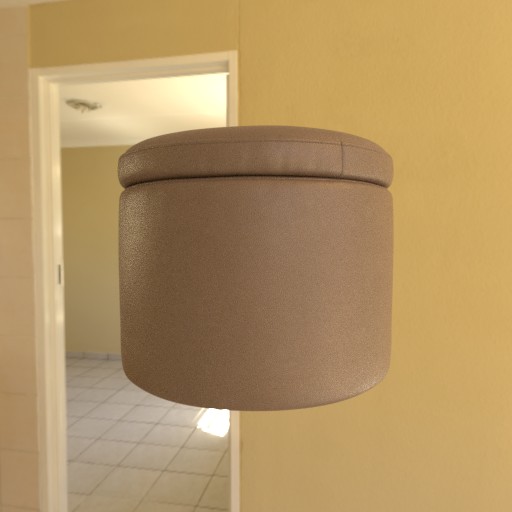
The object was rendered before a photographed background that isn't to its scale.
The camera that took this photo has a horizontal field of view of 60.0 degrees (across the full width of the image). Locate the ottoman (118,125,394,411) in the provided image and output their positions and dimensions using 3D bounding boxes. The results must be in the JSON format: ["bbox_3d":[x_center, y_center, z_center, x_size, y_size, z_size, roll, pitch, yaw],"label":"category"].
[{"bbox_3d":[0.000,0.000,0.843,0.500,0.409,0.500,0,3,0],"label":"ottoman"}]
